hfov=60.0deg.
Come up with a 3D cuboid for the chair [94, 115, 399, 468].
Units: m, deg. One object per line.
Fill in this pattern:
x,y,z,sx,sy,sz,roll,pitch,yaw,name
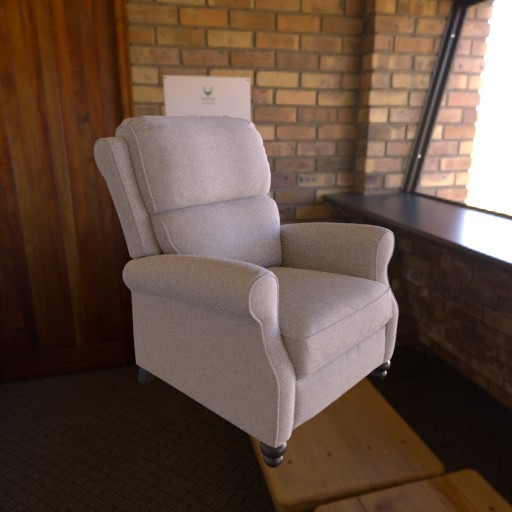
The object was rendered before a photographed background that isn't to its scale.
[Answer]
0.000,0.000,1.725,0.919,1.046,0.859,15,22,41,chair
